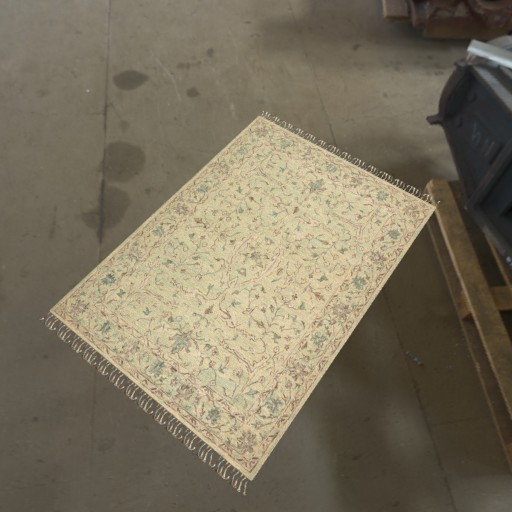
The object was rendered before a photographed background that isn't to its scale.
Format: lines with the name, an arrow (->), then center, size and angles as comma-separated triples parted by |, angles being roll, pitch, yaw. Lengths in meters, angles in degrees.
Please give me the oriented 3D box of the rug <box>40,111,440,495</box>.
rug -> 0.000, 0.000, 2.284 | 1.247, 0.008, 1.802 | 33, 64, 18
